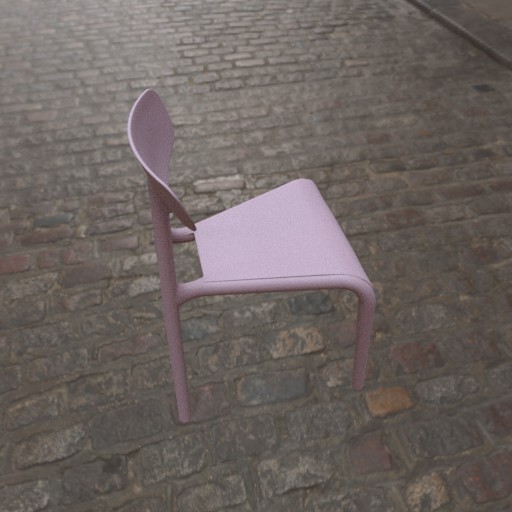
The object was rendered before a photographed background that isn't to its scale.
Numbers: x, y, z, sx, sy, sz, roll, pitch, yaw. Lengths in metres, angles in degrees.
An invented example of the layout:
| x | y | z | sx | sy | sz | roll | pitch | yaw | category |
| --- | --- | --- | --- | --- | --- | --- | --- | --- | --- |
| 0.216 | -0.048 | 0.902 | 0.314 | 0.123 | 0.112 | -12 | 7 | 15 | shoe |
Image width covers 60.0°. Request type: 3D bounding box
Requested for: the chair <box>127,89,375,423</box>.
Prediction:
| x | y | z | sx | sy | sz | roll | pitch | yaw | category |
| --- | --- | --- | --- | --- | --- | --- | --- | --- | --- |
| 0.000 | 0.000 | 0.848 | 0.401 | 0.580 | 0.356 | -10 | 47 | -10 | chair |
